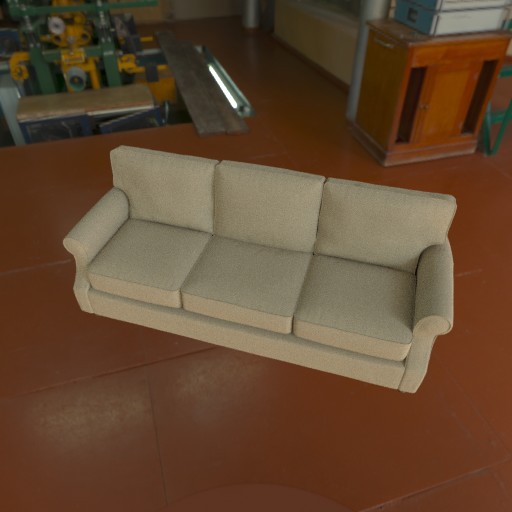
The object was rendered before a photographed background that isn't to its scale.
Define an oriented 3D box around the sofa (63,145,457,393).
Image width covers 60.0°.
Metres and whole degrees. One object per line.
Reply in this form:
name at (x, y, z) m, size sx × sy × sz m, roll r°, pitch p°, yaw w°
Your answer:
sofa at (0.000, 0.000, 2.848) m, size 2.354 × 0.948 × 0.966 m, roll 11°, pitch 42°, yaw 13°
